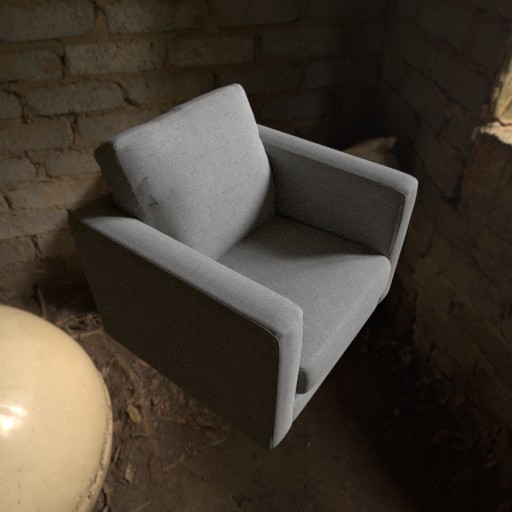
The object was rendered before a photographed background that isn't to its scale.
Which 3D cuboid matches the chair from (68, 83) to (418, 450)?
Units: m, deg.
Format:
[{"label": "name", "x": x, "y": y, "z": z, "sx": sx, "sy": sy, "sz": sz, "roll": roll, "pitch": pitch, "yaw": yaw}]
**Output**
[{"label": "chair", "x": 0.000, "y": 0.000, "z": 1.537, "sx": 0.800, "sy": 0.927, "sz": 0.855, "roll": 26, "pitch": 47, "yaw": 27}]
